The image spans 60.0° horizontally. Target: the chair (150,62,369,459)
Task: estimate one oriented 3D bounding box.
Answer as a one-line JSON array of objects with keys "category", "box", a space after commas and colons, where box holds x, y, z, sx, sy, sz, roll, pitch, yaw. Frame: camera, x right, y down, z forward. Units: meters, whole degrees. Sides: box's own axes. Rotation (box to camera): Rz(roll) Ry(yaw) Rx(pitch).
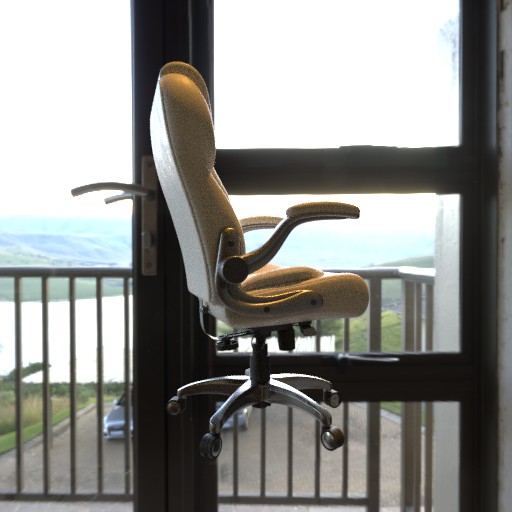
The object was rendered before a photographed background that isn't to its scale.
[{"category": "chair", "box": [0.000, 0.000, 1.793, 0.806, 1.330, 0.755, 0, 1, -17]}]
